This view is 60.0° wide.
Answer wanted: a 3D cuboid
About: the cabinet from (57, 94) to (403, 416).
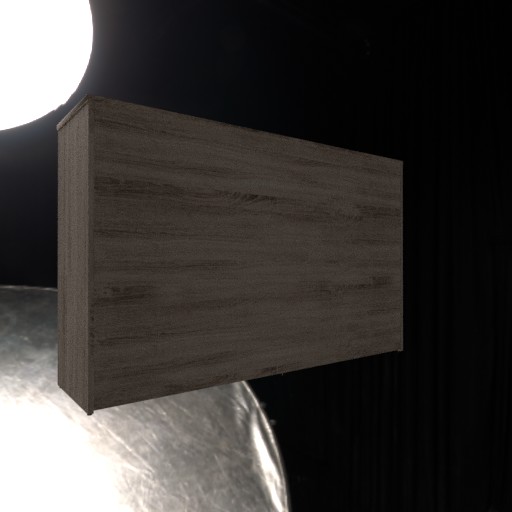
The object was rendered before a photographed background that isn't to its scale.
[{"bbox_3d":[0.000,0.000,1.817,1.450,0.900,0.380,0,0,-36],"label":"cabinet"}]
